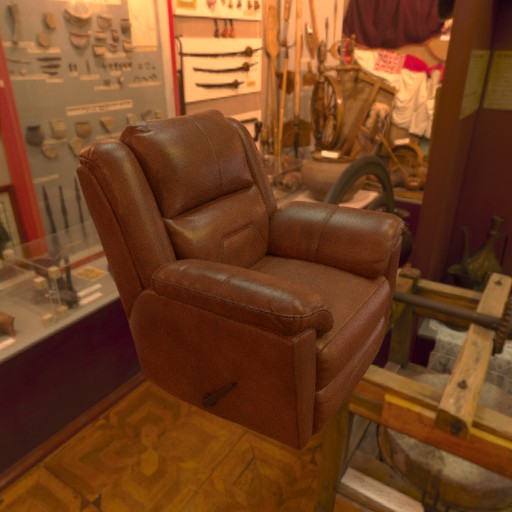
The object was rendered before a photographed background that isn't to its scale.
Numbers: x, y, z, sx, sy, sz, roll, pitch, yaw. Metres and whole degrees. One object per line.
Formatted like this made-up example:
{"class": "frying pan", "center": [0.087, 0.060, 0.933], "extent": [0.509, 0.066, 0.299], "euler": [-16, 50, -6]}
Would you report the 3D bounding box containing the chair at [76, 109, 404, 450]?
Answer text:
{"class": "chair", "center": [0.000, 0.000, 1.888], "extent": [1.041, 1.093, 0.990], "euler": [17, 30, 31]}
